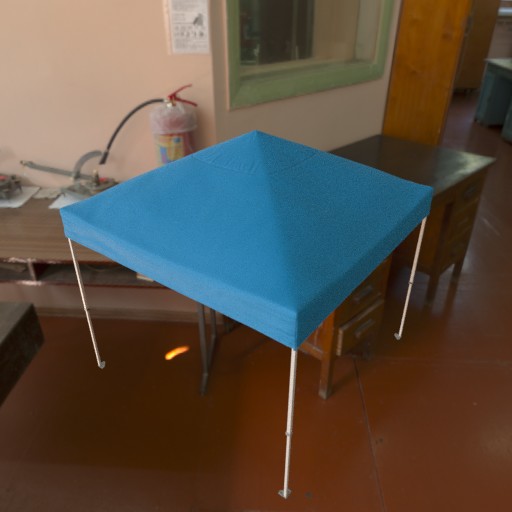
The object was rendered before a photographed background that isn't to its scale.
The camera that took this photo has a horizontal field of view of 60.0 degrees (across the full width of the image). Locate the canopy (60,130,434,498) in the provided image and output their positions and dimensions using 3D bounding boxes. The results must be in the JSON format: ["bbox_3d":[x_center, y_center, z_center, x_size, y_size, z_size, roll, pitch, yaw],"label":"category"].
[{"bbox_3d":[0.000,0.000,5.304,2.998,2.997,2.996,21,37,31],"label":"canopy"}]
